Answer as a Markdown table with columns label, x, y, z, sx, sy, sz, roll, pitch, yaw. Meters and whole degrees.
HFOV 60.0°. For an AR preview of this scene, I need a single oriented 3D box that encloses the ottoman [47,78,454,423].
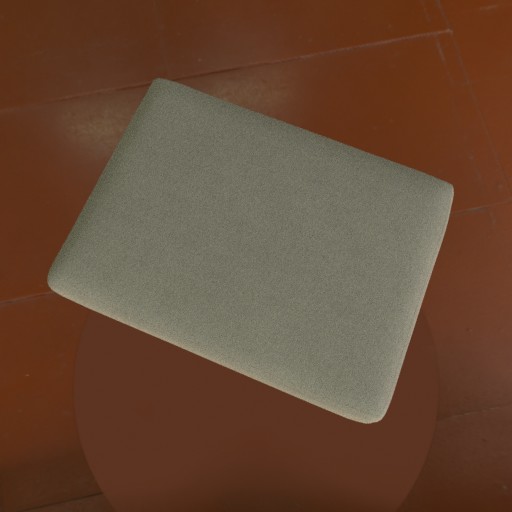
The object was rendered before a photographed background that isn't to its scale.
| label | x | y | z | sx | sy | sz | roll | pitch | yaw |
| --- | --- | --- | --- | --- | --- | --- | --- | --- | --- |
| ottoman | 0.000 | 0.000 | 1.154 | 0.773 | 0.504 | 0.569 | 22 | 77 | 5 |
